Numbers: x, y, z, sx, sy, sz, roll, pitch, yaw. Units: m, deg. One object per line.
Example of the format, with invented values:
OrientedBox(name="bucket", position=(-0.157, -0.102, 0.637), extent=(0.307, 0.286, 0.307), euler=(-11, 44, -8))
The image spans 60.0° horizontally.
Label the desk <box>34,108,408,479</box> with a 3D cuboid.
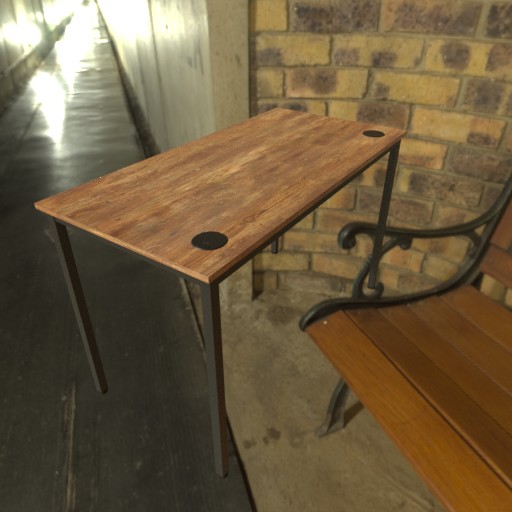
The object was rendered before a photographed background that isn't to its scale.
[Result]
OrientedBox(name="desk", position=(0.000, 0.000, 1.646), extent=(0.600, 0.749, 1.200), euler=(20, 38, 29))
